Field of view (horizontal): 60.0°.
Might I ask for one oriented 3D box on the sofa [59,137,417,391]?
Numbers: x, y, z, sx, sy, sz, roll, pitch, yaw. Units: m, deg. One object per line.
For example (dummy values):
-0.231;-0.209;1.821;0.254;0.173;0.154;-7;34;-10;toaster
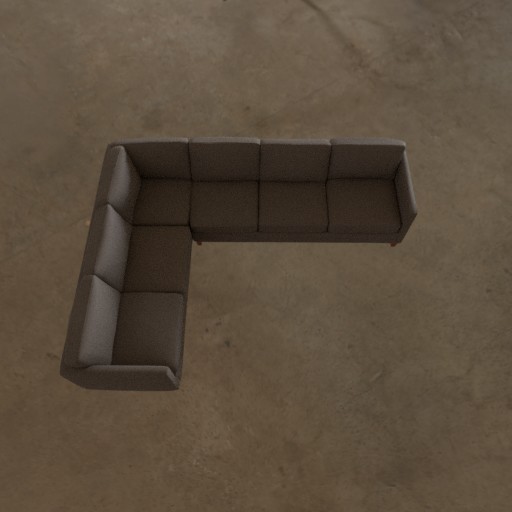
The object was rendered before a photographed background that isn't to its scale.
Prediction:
0.000;0.000;4.491;3.302;0.947;2.593;0;62;0;sofa
